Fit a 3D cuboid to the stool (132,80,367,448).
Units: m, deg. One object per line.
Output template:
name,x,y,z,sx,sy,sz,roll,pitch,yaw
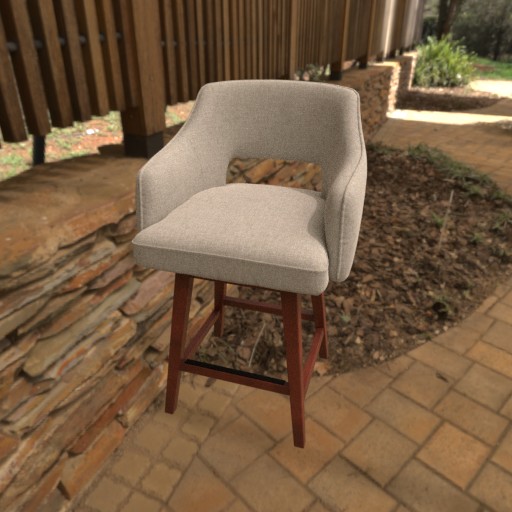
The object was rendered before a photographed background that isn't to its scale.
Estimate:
stool,0.000,0.000,1.341,0.599,0.944,0.558,8,29,16
